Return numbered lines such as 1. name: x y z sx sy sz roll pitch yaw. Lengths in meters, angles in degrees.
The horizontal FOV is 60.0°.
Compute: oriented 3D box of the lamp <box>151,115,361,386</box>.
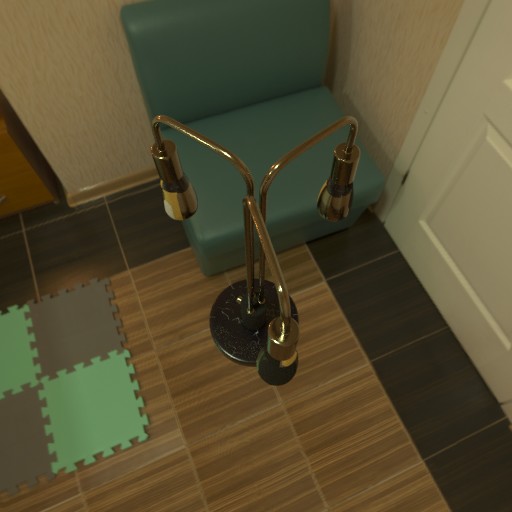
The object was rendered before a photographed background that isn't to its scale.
1. lamp: 0.000 0.000 0.806 0.368 0.560 0.355 35 68 16
